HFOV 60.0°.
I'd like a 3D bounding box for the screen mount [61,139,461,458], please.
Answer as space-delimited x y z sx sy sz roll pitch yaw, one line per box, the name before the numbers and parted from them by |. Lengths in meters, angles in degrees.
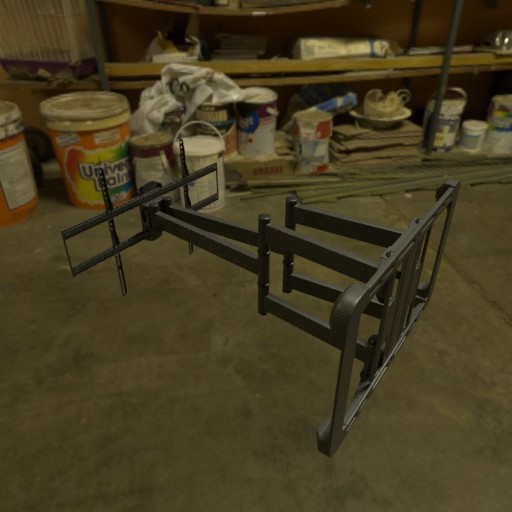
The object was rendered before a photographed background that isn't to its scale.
screen mount | 0.000 0.000 1.340 0.905 0.483 0.725 21 38 30
